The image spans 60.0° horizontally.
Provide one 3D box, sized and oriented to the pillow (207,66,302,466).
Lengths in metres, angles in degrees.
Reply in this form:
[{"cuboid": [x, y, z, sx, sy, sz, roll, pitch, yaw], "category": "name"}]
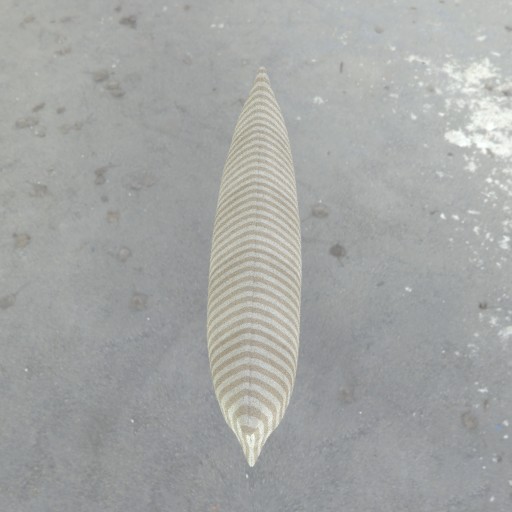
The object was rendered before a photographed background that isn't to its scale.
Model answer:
[{"cuboid": [0.000, 0.000, 0.743, 0.151, 0.295, 0.617, 2, 58, 1], "category": "pillow"}]
